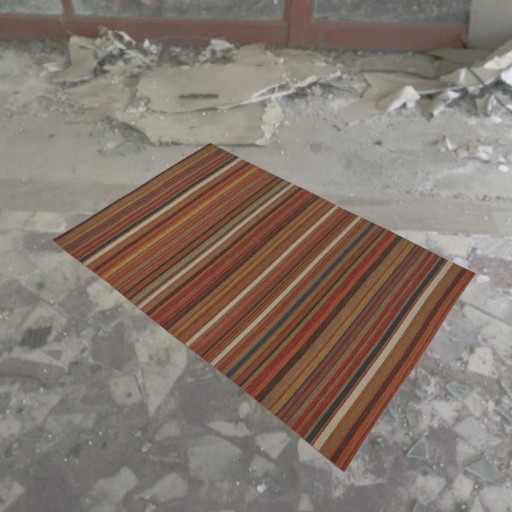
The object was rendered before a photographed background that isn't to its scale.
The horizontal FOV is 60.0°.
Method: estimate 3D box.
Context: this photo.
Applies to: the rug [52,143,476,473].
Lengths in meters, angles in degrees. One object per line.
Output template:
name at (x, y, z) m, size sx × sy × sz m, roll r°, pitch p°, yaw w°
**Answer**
rug at (0.000, 0.000, 2.277) m, size 1.828 × 0.007 × 1.217 m, roll 31°, pitch 54°, yaw 26°
